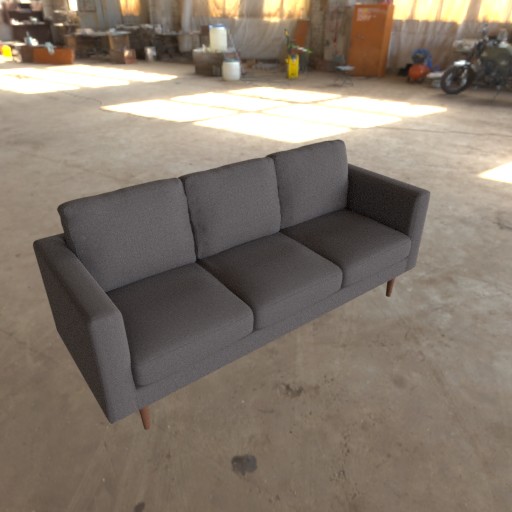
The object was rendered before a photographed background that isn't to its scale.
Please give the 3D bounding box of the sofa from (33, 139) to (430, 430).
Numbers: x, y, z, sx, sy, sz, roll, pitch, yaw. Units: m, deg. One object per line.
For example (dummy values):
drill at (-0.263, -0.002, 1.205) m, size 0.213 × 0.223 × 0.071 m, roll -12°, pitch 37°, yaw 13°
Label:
sofa at (0.000, 0.000, 2.437) m, size 2.029 × 0.912 × 0.802 m, roll -21°, pitch 36°, yaw -31°
